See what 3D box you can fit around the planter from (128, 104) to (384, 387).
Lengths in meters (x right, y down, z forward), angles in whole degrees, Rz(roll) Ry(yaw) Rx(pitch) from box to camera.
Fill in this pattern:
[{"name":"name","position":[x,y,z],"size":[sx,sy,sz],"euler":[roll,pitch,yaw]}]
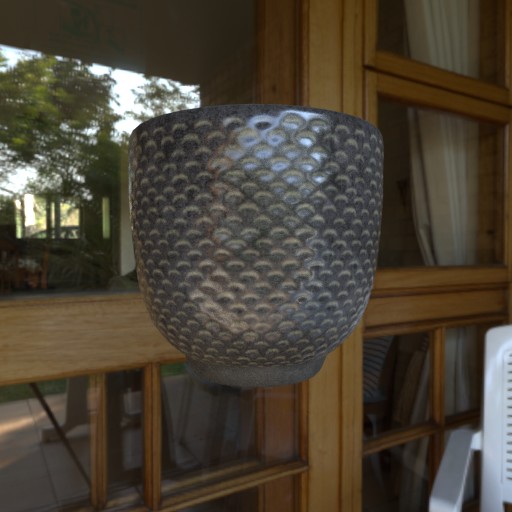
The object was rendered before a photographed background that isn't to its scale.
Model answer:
[{"name":"planter","position":[0.000,0.000,0.312],"size":[0.172,0.160,0.172],"euler":[0,1,0]}]
